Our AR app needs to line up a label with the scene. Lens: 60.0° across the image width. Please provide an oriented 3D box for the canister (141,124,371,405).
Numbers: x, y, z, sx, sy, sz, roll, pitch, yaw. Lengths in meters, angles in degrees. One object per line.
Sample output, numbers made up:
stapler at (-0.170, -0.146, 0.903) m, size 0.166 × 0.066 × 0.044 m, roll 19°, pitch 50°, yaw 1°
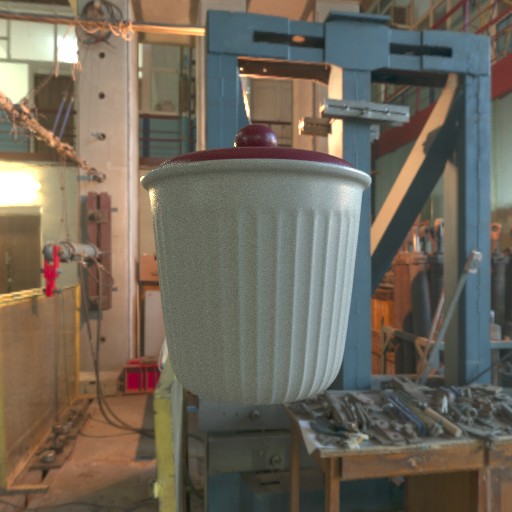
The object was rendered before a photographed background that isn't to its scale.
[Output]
canister at (0.000, 0.000, 0.359) m, size 0.181 × 0.211 × 0.181 m, roll 0°, pitch 0°, yaw 0°
